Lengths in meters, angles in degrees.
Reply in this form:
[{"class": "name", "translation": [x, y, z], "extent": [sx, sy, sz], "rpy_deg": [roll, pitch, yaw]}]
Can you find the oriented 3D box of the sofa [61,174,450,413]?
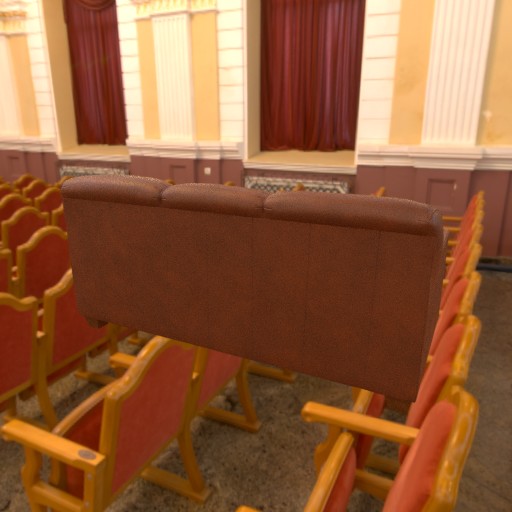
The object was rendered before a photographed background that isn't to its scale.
[{"class": "sofa", "translation": [0.000, 0.000, 2.601], "extent": [2.039, 0.953, 1.008], "rpy_deg": [8, 19, 26]}]
